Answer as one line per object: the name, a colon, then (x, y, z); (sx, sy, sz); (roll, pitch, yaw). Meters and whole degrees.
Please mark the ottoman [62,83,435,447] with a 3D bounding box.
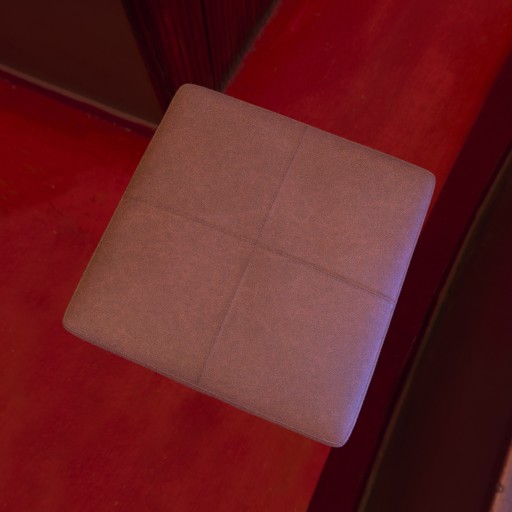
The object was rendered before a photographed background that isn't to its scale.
ottoman: (0.000, 0.000, 1.879); (1.168, 0.490, 1.168); (22, 77, 5)
